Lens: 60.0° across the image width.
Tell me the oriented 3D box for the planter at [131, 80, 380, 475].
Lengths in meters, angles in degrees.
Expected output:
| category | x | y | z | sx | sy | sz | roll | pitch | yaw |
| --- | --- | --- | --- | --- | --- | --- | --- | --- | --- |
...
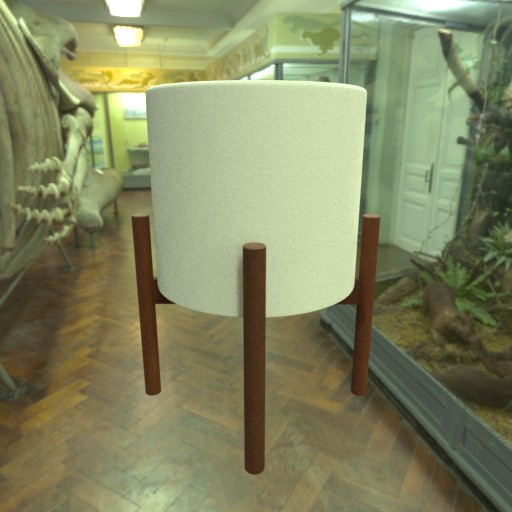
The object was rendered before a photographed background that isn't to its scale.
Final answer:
| category | x | y | z | sx | sy | sz | roll | pitch | yaw |
| --- | --- | --- | --- | --- | --- | --- | --- | --- | --- |
| planter | 0.000 | 0.000 | 0.509 | 0.224 | 0.358 | 0.224 | -16 | 23 | -42 |
